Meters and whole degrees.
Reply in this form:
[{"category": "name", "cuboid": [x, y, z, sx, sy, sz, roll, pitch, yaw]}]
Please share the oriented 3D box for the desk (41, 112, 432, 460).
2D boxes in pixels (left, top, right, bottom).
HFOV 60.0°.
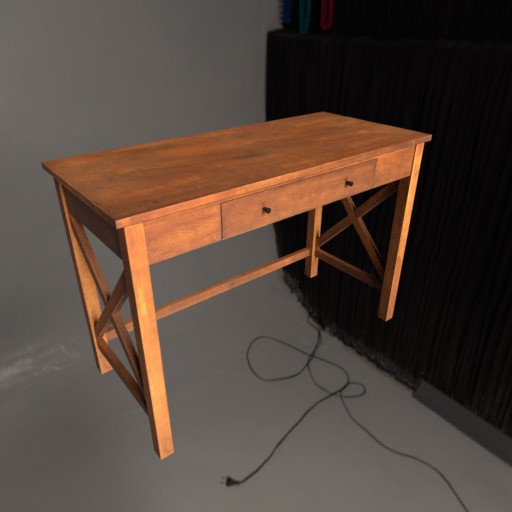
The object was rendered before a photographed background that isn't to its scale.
[{"category": "desk", "cuboid": [0.000, 0.000, 1.542, 1.117, 0.762, 0.508, -21, 35, -33]}]
